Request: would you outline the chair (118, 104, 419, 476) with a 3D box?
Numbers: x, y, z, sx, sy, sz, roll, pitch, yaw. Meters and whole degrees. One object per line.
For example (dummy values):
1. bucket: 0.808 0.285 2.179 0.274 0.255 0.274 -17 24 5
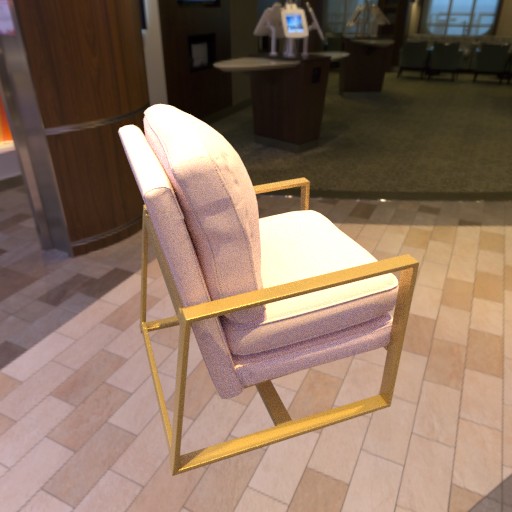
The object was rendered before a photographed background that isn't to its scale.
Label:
1. chair: 0.000 0.000 1.520 0.813 0.956 0.758 -10 31 -17
